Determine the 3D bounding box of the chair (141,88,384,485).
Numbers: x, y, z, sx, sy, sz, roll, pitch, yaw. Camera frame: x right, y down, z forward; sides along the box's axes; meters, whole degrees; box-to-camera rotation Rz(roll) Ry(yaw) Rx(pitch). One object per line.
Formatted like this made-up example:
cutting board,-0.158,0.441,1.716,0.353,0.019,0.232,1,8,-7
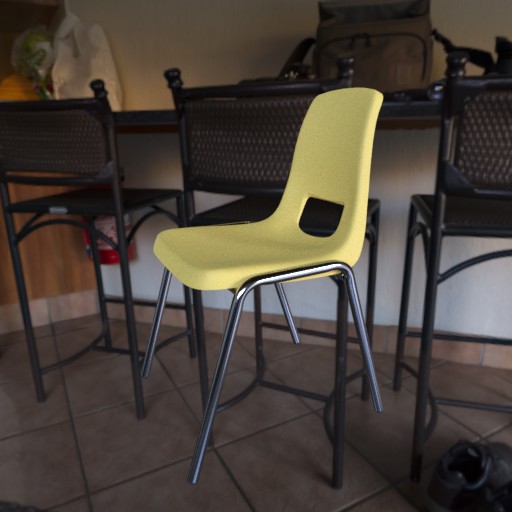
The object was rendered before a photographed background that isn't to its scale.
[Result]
chair,0.000,0.000,0.903,0.436,0.653,0.381,-8,19,-25
